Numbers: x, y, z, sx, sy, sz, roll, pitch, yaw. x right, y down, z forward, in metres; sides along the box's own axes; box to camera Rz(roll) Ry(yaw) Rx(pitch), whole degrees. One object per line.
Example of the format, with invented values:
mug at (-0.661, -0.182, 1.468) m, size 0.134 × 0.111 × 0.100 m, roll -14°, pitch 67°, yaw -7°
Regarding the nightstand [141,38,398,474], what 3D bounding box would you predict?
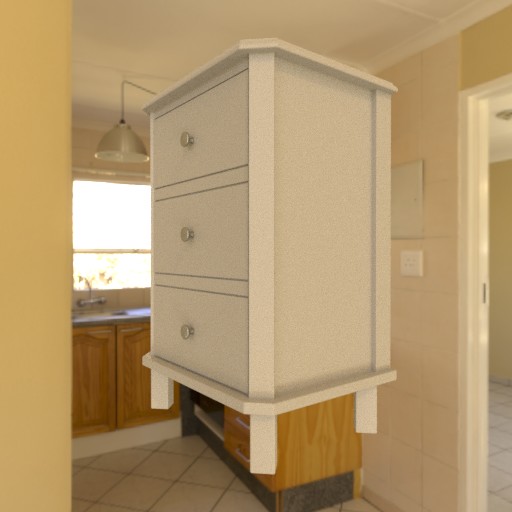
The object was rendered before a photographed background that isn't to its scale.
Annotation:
nightstand at (0.000, 0.000, 0.935) m, size 0.350 × 0.680 × 0.450 m, roll 0°, pitch 1°, yaw -38°
